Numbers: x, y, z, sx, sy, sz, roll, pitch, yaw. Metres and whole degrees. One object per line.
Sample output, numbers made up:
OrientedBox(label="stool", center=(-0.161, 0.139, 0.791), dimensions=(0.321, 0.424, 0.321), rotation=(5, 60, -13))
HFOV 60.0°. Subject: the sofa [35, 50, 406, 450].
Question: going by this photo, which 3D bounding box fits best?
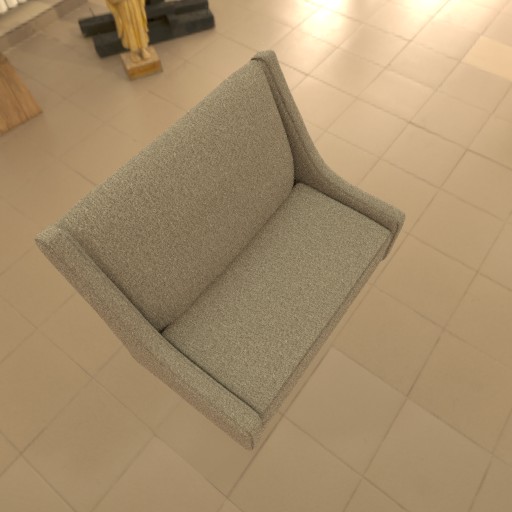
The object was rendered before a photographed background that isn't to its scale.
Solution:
OrientedBox(label="sofa", center=(0.000, 0.000, 1.919), dimensions=(0.862, 1.026, 1.242), rotation=(32, 64, 18))
